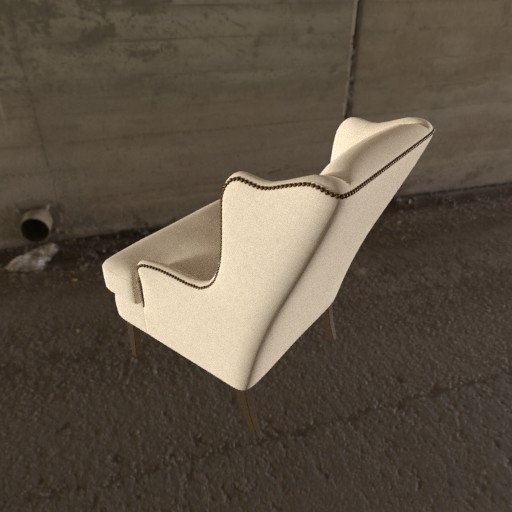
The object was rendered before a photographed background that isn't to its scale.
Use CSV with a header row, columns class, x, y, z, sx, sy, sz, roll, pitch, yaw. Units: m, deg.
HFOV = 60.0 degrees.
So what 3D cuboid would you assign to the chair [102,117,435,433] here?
class,x,y,z,sx,sy,sz,roll,pitch,yaw
chair,0.000,0.000,1.654,0.940,1.029,0.737,21,38,30
